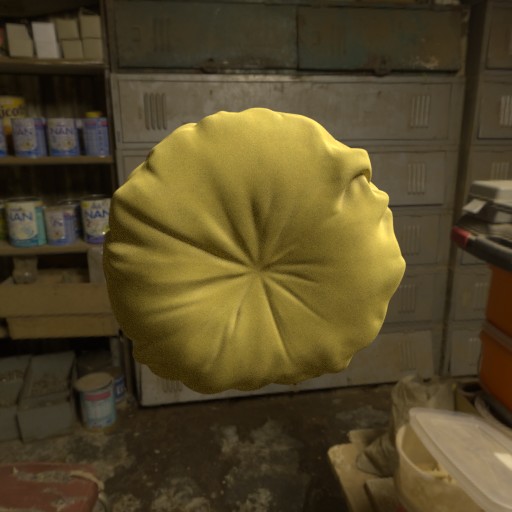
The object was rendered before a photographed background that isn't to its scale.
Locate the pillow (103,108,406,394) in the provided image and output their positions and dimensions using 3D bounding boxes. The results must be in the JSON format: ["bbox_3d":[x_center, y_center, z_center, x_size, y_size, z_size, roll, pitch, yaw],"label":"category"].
[{"bbox_3d":[0.000,0.000,0.643,0.428,0.407,0.148,-2,16,-7],"label":"pillow"}]
